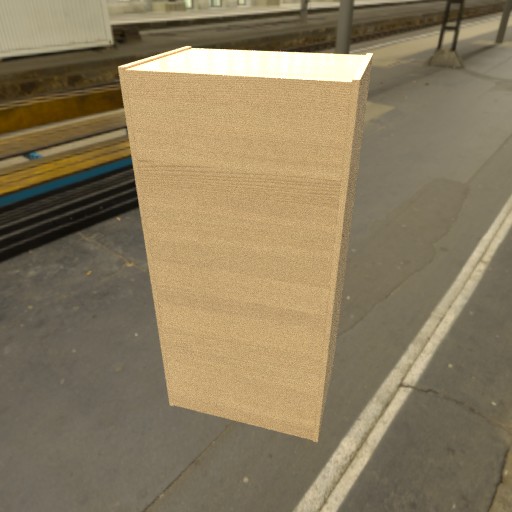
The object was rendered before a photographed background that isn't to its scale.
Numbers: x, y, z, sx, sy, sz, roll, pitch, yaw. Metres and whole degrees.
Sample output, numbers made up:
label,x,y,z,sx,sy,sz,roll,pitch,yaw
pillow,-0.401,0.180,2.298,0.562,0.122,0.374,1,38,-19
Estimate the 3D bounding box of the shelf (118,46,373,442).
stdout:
label,x,y,z,sx,sy,sz,roll,pitch,yaw
shelf,0.000,0.000,1.071,0.417,0.876,0.292,9,33,14
